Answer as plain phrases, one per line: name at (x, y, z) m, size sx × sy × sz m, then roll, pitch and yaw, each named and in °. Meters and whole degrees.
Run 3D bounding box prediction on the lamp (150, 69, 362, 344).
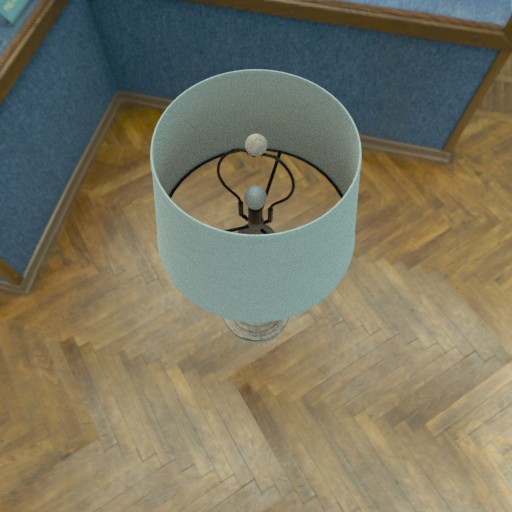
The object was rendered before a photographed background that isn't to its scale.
lamp at (0.000, 0.000, 0.865) m, size 0.340 × 0.678 × 0.340 m, roll 0°, pitch 64°, yaw 0°
